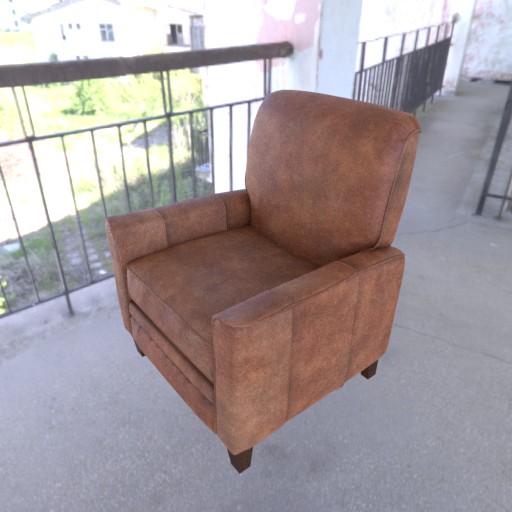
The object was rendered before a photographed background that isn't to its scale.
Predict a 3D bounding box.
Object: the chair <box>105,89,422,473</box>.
[{"bbox_3d":[0.000,0.000,1.634,0.836,1.043,0.843,-22,36,-33],"label":"chair"}]
